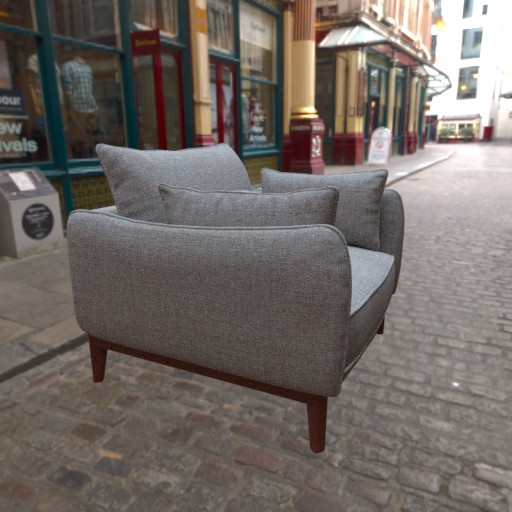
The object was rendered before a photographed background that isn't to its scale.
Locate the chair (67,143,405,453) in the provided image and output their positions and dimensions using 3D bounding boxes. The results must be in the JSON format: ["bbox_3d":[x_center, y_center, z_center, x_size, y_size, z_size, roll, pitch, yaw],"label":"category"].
[{"bbox_3d":[0.000,0.000,1.696,0.976,0.839,0.993,7,17,25],"label":"chair"}]
